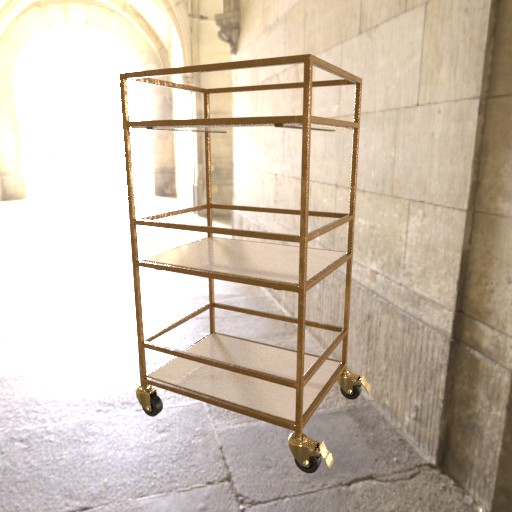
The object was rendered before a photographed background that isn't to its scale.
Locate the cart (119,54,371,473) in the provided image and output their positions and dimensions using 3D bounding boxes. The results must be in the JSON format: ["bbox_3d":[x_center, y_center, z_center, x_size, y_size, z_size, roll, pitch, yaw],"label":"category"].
[{"bbox_3d":[0.000,0.000,0.996,0.483,0.761,0.332,7,16,27],"label":"cart"}]
